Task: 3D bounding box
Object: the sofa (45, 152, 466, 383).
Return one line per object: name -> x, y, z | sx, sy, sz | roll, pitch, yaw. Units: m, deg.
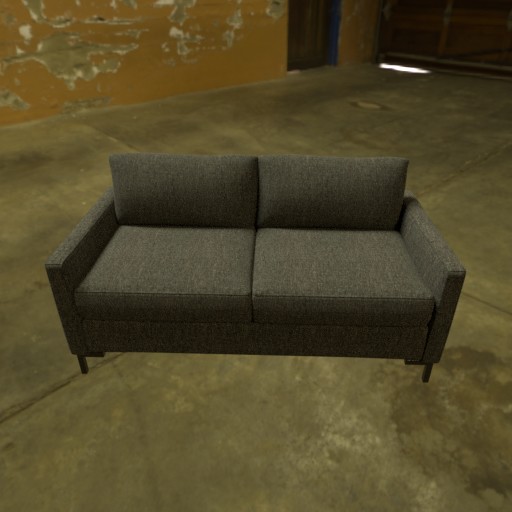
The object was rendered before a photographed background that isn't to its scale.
sofa -> 0.000, 0.000, 2.207 | 1.716, 0.862, 0.866 | 1, 31, 2
